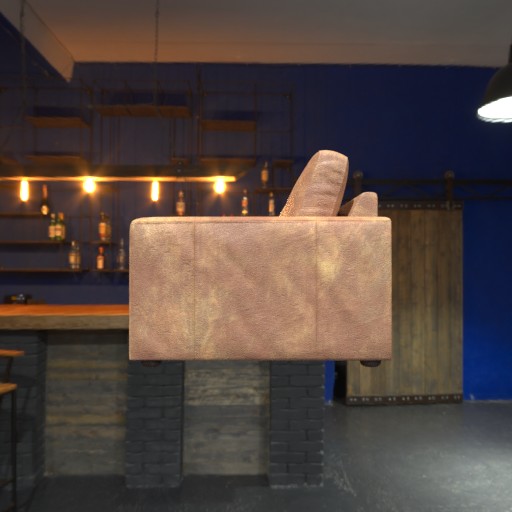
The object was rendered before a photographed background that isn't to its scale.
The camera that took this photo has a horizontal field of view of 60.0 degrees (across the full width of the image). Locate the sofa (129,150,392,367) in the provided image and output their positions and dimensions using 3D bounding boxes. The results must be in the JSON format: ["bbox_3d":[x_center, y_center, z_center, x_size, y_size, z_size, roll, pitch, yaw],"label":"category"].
[{"bbox_3d":[0.000,0.000,2.722,1.016,0.873,2.179,0,0,0],"label":"sofa"}]
